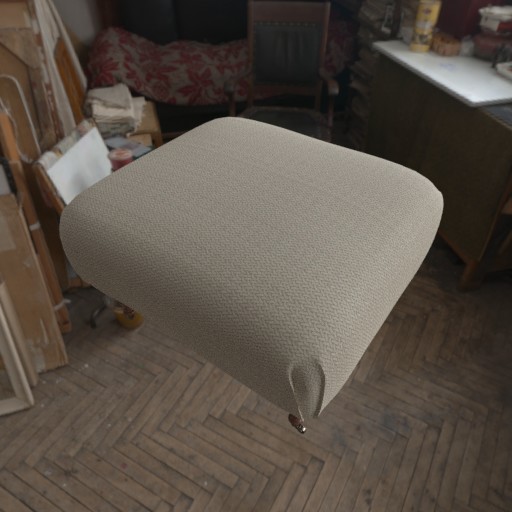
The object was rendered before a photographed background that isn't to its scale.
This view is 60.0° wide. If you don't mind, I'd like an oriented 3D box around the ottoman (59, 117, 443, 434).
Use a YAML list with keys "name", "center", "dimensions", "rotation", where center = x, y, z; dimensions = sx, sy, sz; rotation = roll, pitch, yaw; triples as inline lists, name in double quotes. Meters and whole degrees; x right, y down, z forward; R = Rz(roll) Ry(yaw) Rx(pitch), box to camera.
- name: "ottoman"
  center: [0.000, 0.000, 1.066]
  dimensions: [0.684, 0.447, 0.622]
  rotation: [26, 48, 26]
